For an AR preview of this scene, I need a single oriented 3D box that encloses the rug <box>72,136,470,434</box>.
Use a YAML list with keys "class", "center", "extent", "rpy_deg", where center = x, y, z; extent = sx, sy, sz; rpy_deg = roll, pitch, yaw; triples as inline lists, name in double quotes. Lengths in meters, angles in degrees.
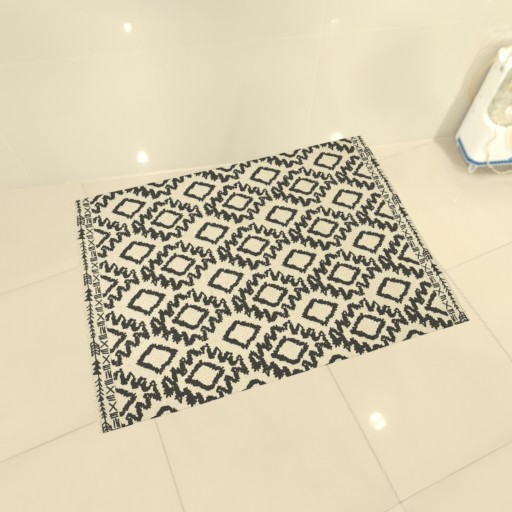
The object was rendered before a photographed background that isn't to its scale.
- class: "rug"
  center: [0.000, 0.000, 4.357]
  extent: [3.369, 0.036, 2.444]
  rpy_deg: [-15, 60, -9]
